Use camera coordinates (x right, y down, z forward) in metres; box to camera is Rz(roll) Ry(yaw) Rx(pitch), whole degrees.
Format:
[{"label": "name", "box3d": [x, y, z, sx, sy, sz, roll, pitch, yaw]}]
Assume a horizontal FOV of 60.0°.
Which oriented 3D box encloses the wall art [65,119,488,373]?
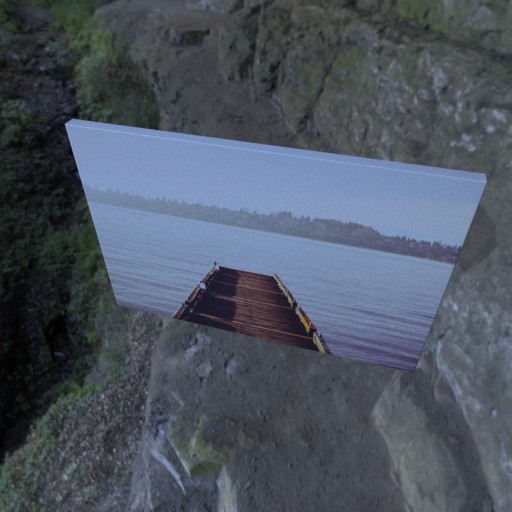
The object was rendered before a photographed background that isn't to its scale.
[{"label": "wall art", "box3d": [0.000, 0.000, 1.427, 1.149, 0.765, 0.040, 11, 41, 12]}]
